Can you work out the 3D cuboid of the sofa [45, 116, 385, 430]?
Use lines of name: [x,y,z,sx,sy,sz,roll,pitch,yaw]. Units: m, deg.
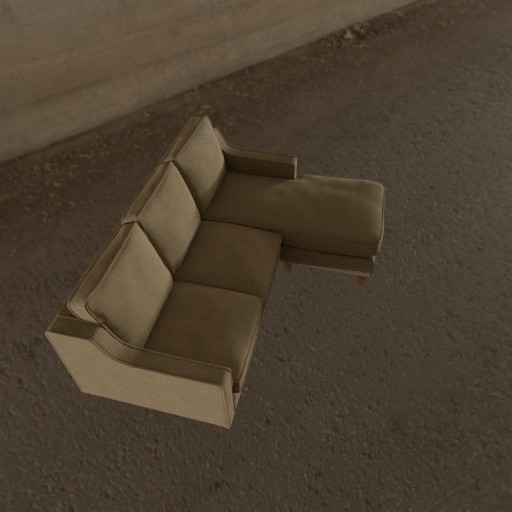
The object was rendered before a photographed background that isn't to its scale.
sofa: [0.000,0.000,3.320,1.858,1.066,2.317,10,47,9]
